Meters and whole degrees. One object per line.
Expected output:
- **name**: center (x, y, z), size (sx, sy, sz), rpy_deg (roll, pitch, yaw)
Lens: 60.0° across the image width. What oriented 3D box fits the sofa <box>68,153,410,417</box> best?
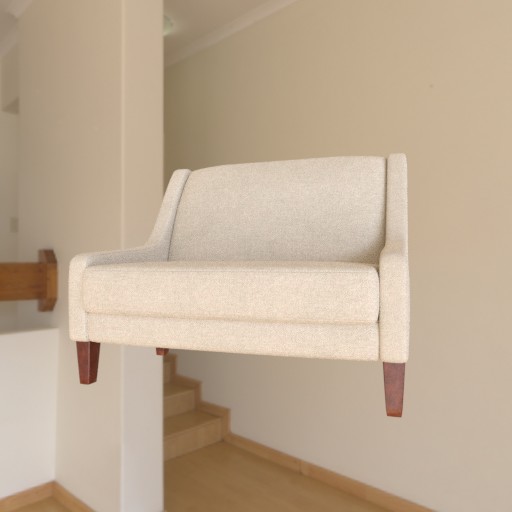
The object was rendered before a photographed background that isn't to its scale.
- **sofa**: center (0.000, 0.000, 1.864), size (1.212, 0.976, 0.946), rpy_deg (0, -1, 18)
